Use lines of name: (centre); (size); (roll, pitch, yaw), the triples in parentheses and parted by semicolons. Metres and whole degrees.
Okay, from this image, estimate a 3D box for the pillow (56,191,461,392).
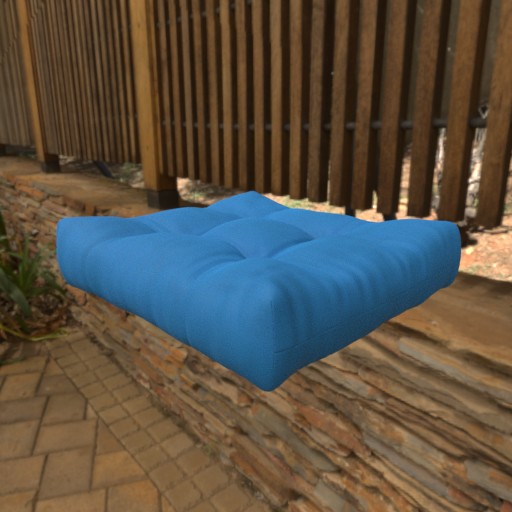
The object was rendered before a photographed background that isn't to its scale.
pillow: (0.000, 0.000, 0.716); (0.468, 0.128, 0.490); (-16, 23, -43)
